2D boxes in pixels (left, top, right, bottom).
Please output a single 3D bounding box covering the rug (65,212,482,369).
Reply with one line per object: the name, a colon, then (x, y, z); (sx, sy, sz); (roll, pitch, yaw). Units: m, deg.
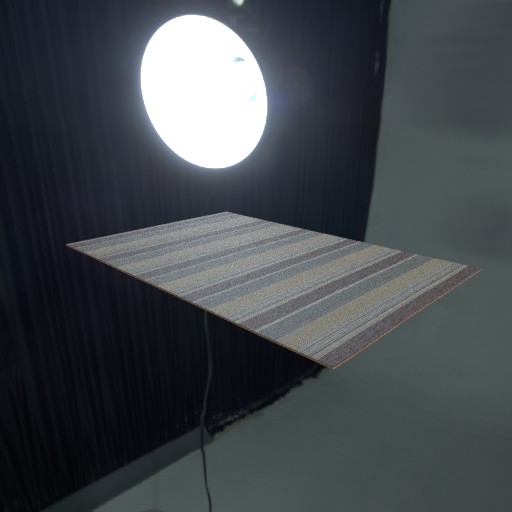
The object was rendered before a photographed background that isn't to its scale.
rug: (0.000, 0.000, 2.313); (1.829, 0.008, 1.219); (17, 24, 42)
